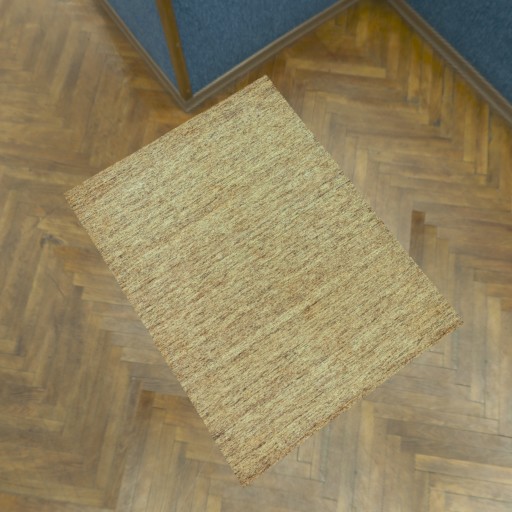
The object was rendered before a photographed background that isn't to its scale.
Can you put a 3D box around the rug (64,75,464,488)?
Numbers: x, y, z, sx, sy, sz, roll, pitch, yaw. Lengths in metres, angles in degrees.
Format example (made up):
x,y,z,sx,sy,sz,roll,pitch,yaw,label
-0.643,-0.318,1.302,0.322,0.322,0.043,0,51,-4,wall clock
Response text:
x,y,z,sx,sy,sz,roll,pitch,yaw,label
0.000,0.000,4.224,2.438,0.012,3.200,-33,78,-8,rug
